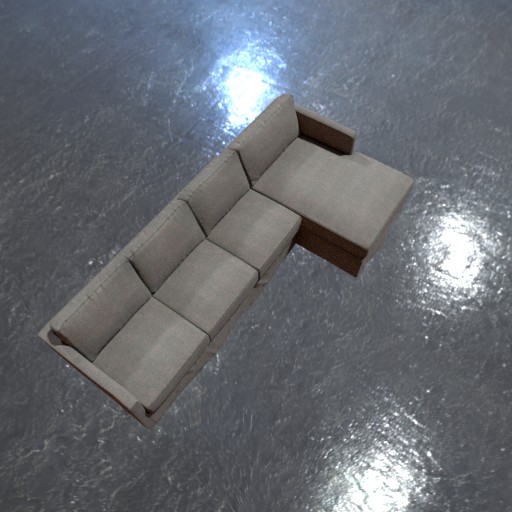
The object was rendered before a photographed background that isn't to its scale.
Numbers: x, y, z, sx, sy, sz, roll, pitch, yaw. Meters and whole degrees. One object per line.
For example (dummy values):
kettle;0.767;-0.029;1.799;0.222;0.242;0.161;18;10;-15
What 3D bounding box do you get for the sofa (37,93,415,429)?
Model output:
sofa;0.000;0.000;3.860;1.650;0.922;3.205;31;63;17
